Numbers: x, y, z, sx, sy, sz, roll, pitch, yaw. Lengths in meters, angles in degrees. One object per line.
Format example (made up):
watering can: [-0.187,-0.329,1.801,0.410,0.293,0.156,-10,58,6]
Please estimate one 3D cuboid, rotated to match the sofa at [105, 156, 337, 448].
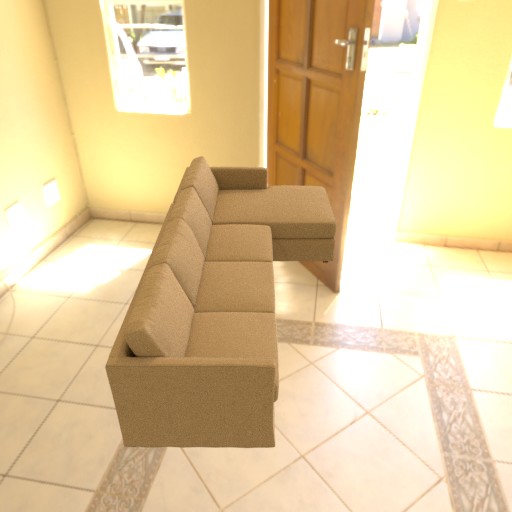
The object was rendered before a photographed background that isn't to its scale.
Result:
sofa: [0.000,0.000,3.864,1.622,0.867,3.177,0,31,0]
